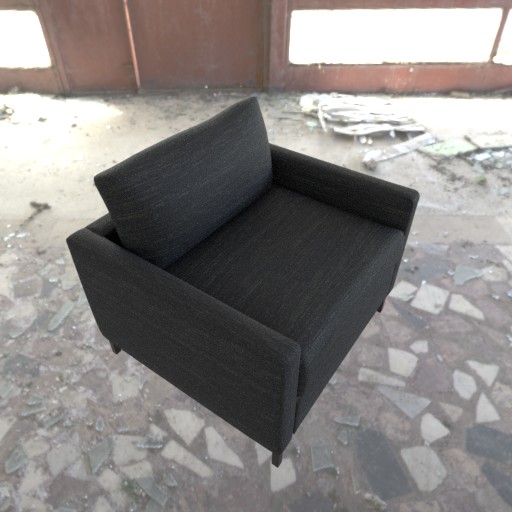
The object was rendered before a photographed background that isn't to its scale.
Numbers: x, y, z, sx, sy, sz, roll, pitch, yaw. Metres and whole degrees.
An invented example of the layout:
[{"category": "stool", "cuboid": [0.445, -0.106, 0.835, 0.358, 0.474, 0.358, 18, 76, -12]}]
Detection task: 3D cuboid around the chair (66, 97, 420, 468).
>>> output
[{"category": "chair", "cuboid": [0.000, 0.000, 1.647, 0.866, 0.861, 0.963, 25, 47, 26]}]
